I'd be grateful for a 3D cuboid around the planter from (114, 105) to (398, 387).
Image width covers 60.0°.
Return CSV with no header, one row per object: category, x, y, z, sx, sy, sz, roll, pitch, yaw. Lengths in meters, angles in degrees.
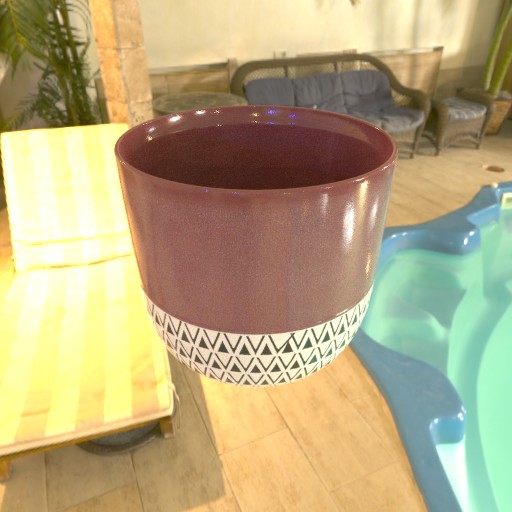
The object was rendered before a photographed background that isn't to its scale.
planter,0.000,0.000,0.498,0.266,0.270,0.266,0,32,0
